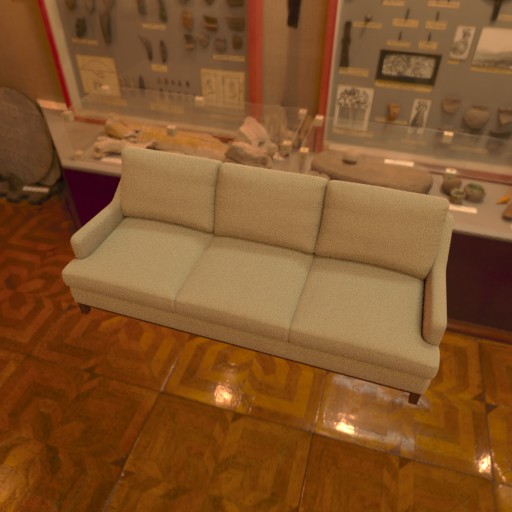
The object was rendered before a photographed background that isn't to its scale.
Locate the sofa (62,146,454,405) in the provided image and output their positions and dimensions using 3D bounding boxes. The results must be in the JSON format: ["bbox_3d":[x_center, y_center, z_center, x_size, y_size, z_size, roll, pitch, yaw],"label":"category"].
[{"bbox_3d":[0.000,0.000,2.866,2.321,0.913,1.000,12,43,14],"label":"sofa"}]
